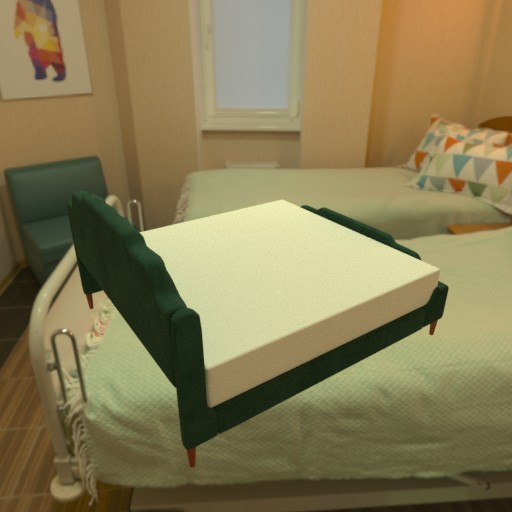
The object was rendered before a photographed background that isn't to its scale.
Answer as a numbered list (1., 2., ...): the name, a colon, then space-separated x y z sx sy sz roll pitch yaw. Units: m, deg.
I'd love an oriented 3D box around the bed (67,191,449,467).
1. bed: 0.000 0.000 3.592 2.340 1.245 2.074 -17 31 -30
